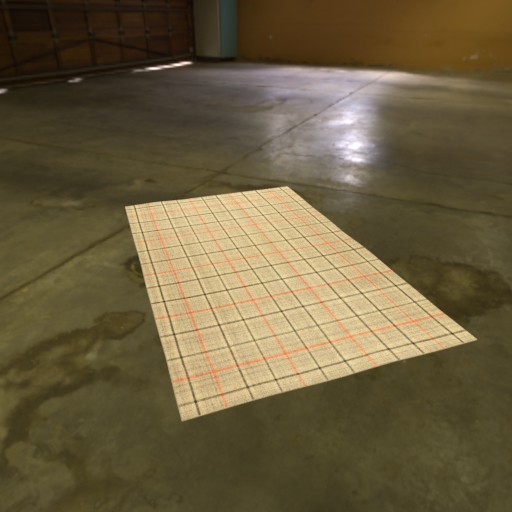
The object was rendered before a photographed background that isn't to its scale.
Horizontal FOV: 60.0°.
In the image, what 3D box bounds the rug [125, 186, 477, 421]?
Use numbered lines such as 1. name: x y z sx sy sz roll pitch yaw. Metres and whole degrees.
1. rug: 0.000 0.000 3.042 1.524 0.015 2.439 -10 30 -17
